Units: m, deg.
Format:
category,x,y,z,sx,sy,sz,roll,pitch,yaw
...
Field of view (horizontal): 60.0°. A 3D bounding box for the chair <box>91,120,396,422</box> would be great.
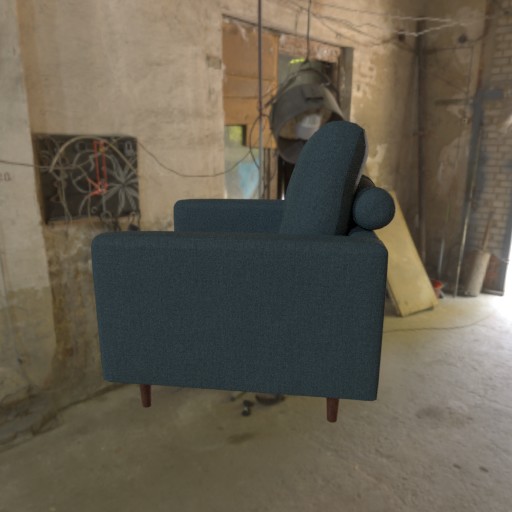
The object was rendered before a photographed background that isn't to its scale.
category,x,y,z,sx,sy,sz,roll,pitch,yaw
chair,0.000,0.000,1.548,0.843,0.880,0.821,2,15,7
